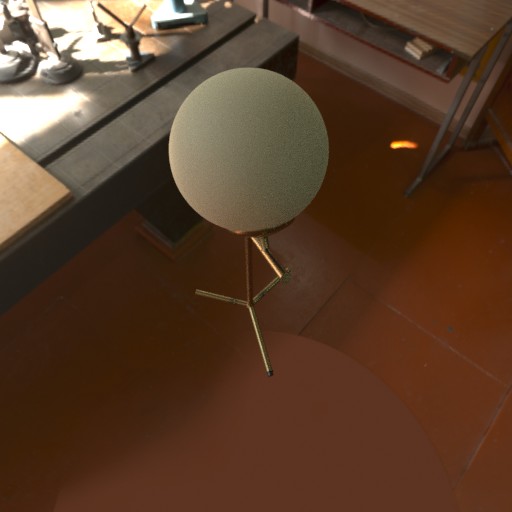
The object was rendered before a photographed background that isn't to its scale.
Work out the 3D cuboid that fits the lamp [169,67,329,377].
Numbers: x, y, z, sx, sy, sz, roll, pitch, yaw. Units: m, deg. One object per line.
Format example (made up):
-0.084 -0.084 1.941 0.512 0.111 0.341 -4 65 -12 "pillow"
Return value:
0.000 0.000 0.664 0.210 0.552 0.251 -13 60 -8 "lamp"
